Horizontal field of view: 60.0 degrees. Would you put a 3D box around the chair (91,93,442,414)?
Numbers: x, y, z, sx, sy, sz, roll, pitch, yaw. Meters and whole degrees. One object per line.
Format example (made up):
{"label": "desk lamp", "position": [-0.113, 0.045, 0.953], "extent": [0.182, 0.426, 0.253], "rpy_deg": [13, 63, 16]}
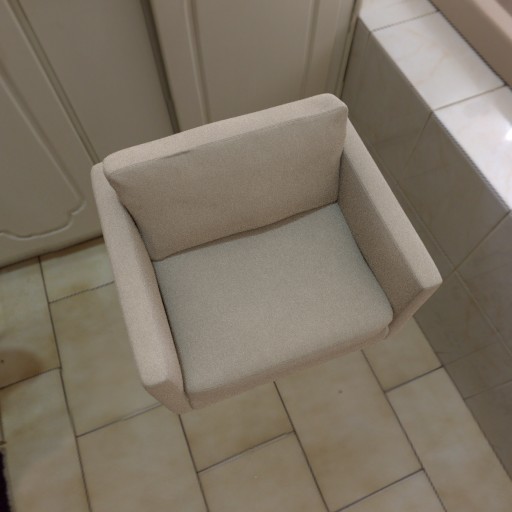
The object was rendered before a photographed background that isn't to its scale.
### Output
{"label": "chair", "position": [0.000, 0.000, 1.881], "extent": [1.107, 0.961, 0.959], "rpy_deg": [-18, 65, -9]}
